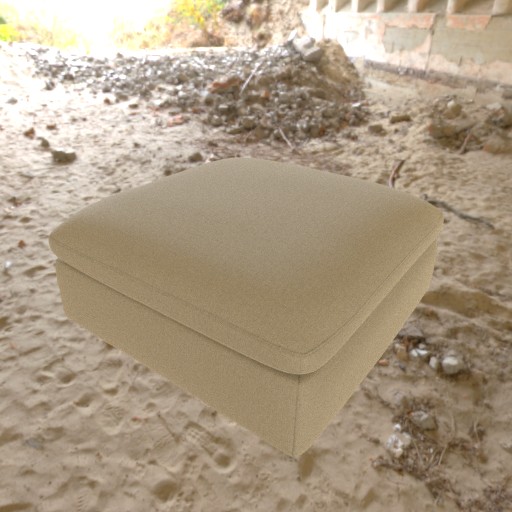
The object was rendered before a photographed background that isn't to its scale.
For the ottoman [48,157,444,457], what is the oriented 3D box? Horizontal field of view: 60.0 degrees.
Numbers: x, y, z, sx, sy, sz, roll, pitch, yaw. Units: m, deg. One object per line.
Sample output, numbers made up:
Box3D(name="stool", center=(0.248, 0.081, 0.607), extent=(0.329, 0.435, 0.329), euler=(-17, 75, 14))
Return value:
Box3D(name="ottoman", center=(0.000, 0.000, 1.523), extent=(0.996, 0.467, 0.977), euler=(20, 35, 31))
